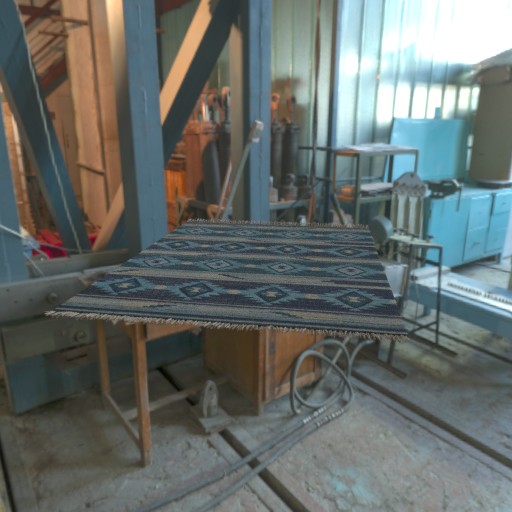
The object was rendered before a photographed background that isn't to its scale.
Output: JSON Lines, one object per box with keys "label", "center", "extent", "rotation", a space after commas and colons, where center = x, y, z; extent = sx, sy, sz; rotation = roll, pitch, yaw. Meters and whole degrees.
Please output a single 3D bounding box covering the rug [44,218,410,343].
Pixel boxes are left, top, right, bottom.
{"label": "rug", "center": [0.000, 0.000, 4.380], "extent": [2.418, 0.047, 3.307], "rotation": [3, 17, 9]}
